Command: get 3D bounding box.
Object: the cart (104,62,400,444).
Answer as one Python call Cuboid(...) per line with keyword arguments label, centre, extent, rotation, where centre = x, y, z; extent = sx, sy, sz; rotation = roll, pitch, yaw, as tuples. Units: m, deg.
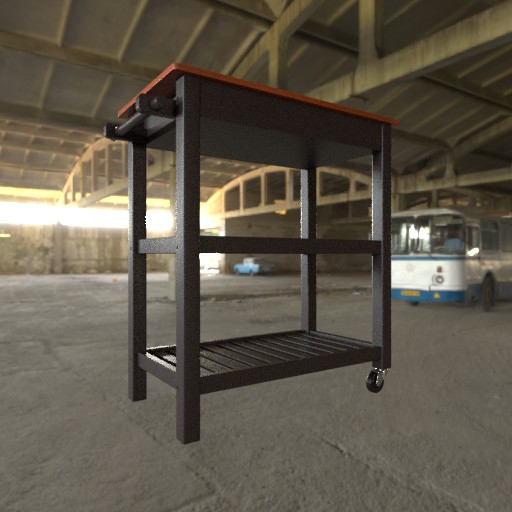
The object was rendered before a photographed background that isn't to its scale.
Cuboid(label="cart", centre=(0.000, 0.000, 1.461), extent=(0.899, 0.927, 0.457), rotation=(0, 0, -34))
